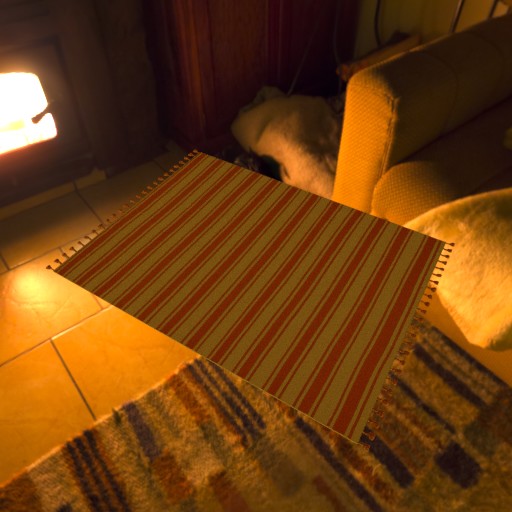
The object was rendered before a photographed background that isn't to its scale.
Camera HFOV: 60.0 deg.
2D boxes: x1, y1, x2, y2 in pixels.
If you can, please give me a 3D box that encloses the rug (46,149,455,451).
[{"bbox_3d":[0.000,0.000,4.470,3.369,0.035,2.451,24,51,21],"label":"rug"}]
